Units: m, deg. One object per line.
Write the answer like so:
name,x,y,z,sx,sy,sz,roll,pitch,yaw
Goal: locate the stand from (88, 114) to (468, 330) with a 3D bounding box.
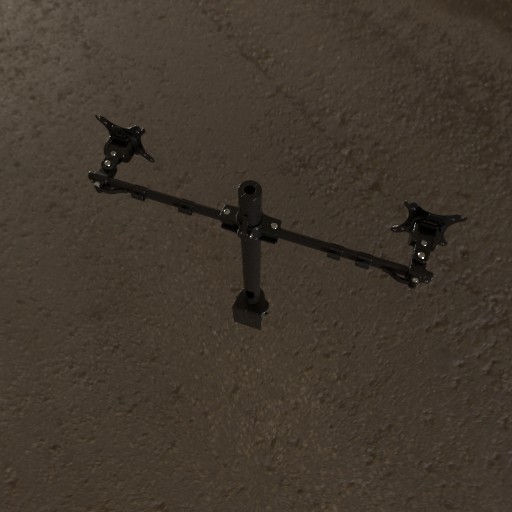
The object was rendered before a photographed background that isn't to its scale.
stand,0.000,0.000,1.031,0.743,0.603,0.150,17,64,9
